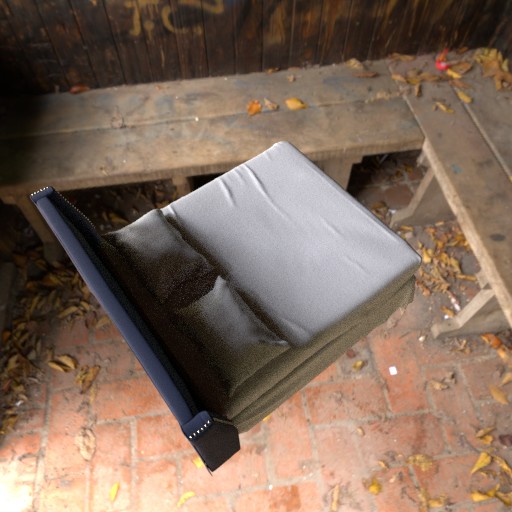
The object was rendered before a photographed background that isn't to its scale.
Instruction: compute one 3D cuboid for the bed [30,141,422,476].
[{"bbox_3d":[0.000,0.000,3.375,2.276,1.332,1.925,-33,63,-19],"label":"bed"}]
